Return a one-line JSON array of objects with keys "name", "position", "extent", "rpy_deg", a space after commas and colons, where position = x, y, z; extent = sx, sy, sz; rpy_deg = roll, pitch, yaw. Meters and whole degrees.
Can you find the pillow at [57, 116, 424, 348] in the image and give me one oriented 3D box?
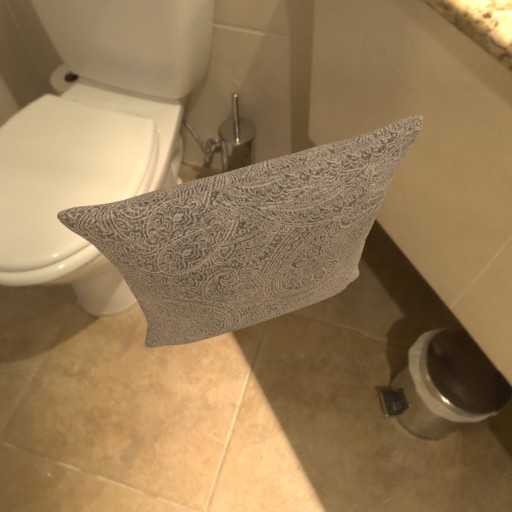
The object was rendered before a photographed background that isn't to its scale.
[{"name": "pillow", "position": [0.000, 0.000, 0.808], "extent": [0.523, 0.510, 0.166], "rpy_deg": [-17, 61, -10]}]
